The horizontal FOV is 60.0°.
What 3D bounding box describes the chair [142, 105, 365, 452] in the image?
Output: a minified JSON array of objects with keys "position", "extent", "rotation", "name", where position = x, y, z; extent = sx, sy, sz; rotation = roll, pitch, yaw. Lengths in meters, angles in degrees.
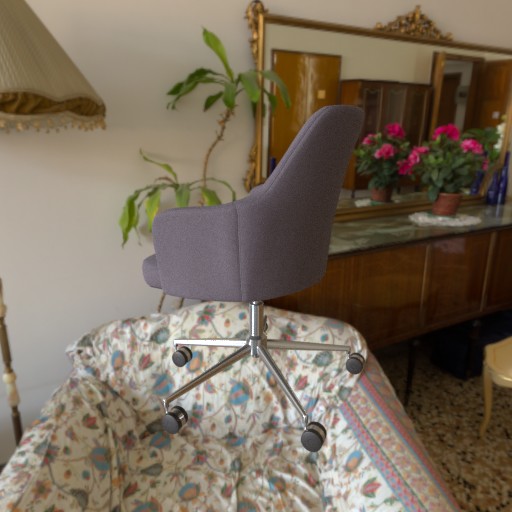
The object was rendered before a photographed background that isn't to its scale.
[{"position":[0.000,0.000,1.293],"extent":[0.600,0.820,0.655],"rotation":[7,17,24],"name":"chair"}]
